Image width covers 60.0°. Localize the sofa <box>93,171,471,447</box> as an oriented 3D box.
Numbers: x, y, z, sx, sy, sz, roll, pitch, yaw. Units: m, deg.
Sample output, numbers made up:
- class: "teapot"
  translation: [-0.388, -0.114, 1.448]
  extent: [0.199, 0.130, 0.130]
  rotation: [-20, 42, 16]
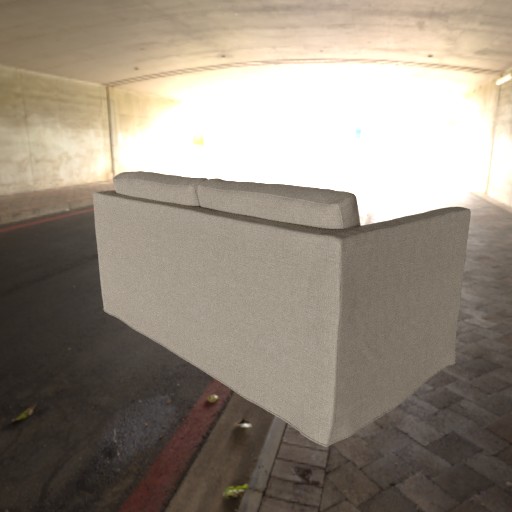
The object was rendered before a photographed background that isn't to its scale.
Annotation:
- class: "sofa"
  translation: [0.000, 0.000, 2.265]
  extent: [0.956, 0.828, 1.766]
  rotation: [-13, 19, -41]
